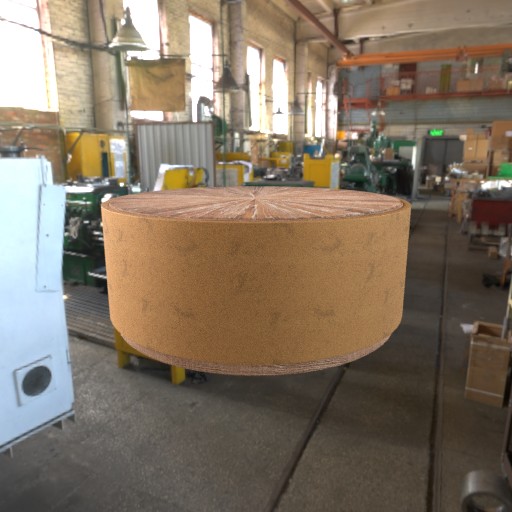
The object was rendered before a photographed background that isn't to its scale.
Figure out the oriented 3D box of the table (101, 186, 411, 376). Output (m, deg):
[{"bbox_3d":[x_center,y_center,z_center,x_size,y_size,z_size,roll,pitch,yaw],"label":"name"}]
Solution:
[{"bbox_3d":[0.000,0.000,1.557,1.001,0.409,1.001,0,14,0],"label":"table"}]
